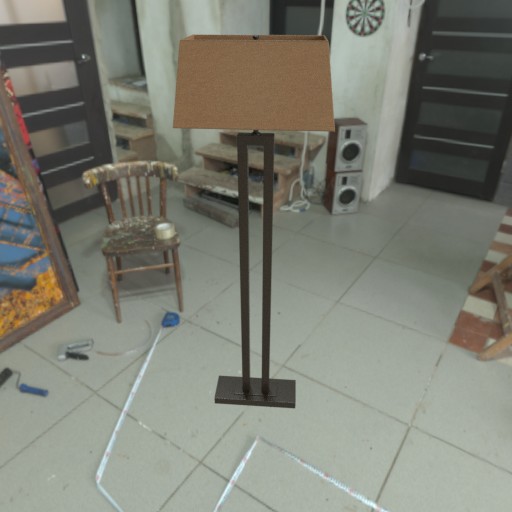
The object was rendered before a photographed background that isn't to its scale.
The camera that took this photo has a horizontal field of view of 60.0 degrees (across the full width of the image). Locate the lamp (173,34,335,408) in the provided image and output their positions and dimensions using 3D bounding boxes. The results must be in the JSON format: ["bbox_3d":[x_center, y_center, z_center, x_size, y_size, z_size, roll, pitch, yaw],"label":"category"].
[{"bbox_3d":[0.000,0.000,1.647,0.475,1.469,0.233,2,31,4],"label":"lamp"}]
